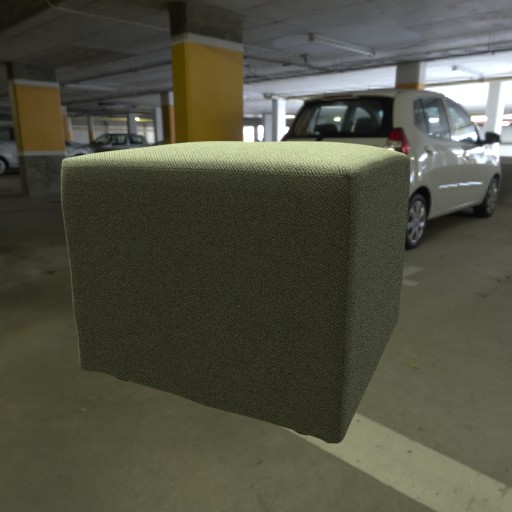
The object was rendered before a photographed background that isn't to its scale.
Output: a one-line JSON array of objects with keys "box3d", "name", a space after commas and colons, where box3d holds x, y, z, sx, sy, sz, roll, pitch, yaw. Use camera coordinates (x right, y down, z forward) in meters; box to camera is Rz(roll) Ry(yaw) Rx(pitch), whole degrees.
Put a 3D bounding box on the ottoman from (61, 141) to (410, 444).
[{"box3d": [0.000, 0.000, 0.904, 0.521, 0.453, 0.512, 7, 16, 25], "name": "ottoman"}]
